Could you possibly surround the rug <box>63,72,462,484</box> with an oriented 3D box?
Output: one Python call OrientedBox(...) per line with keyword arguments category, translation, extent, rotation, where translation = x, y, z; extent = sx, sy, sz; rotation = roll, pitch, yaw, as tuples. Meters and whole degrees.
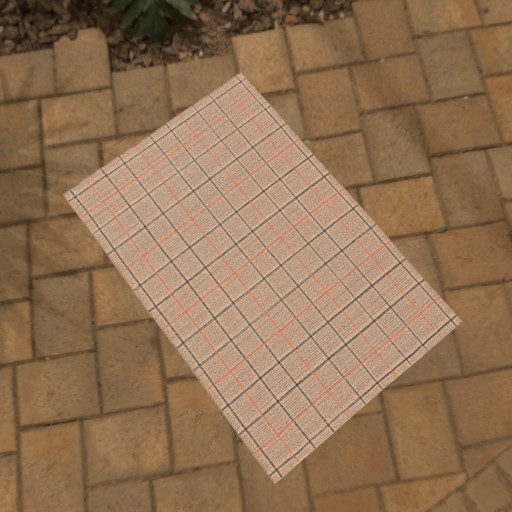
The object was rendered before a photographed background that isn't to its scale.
OrientedBox(category="rug", translation=(0.000, 0.000, 2.319), extent=(1.220, 0.013, 1.829), rotation=(-38, 80, -8))
